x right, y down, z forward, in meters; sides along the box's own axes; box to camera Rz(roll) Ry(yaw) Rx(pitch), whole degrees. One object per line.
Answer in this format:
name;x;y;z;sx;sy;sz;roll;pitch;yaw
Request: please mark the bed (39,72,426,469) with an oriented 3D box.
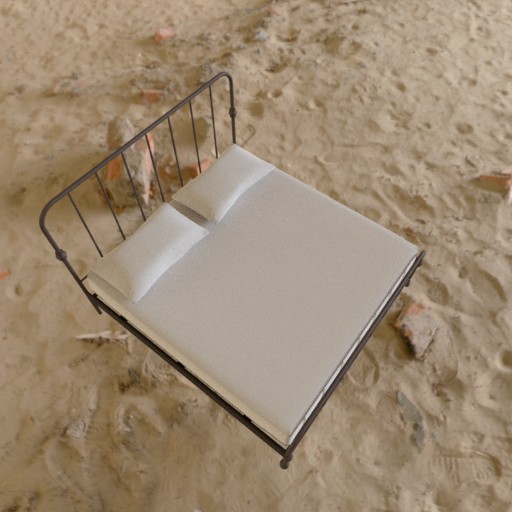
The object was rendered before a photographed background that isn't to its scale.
bed;0.000;0.000;3.505;2.134;1.446;2.044;33;63;19
